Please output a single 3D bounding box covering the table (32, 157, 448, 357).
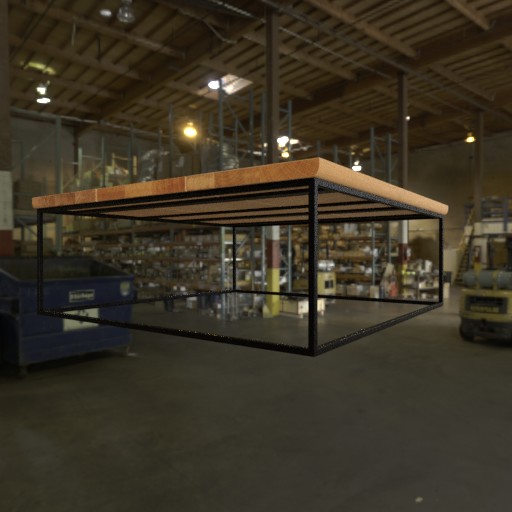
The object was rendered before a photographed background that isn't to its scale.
[{"bbox_3d":[0.000,0.000,1.646,1.100,0.400,1.100,0,0,36],"label":"table"}]
